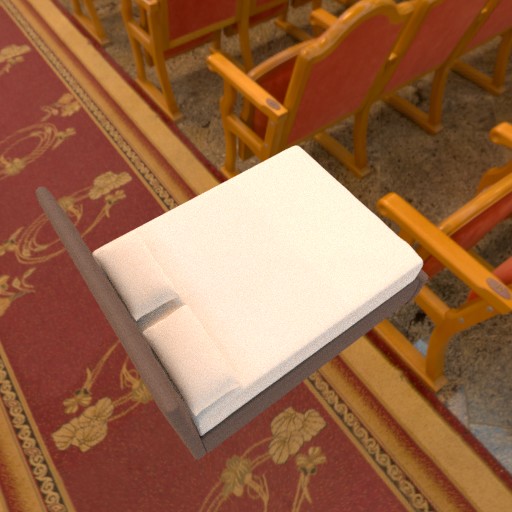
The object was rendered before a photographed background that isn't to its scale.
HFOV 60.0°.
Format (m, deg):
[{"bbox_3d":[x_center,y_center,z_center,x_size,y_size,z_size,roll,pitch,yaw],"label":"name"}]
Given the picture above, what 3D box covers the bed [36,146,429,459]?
[{"bbox_3d":[0.000,0.000,3.330,2.233,1.426,1.696,-31,62,-18],"label":"bed"}]
